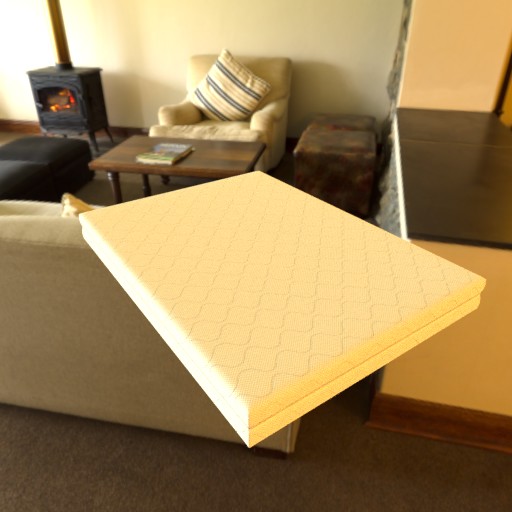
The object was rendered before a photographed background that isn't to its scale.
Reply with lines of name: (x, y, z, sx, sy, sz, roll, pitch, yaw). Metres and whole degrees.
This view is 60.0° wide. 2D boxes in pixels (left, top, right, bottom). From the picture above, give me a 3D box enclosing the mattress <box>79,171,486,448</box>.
mattress: (0.000, 0.000, 2.506, 1.400, 0.200, 1.900, -20, 36, -30)
